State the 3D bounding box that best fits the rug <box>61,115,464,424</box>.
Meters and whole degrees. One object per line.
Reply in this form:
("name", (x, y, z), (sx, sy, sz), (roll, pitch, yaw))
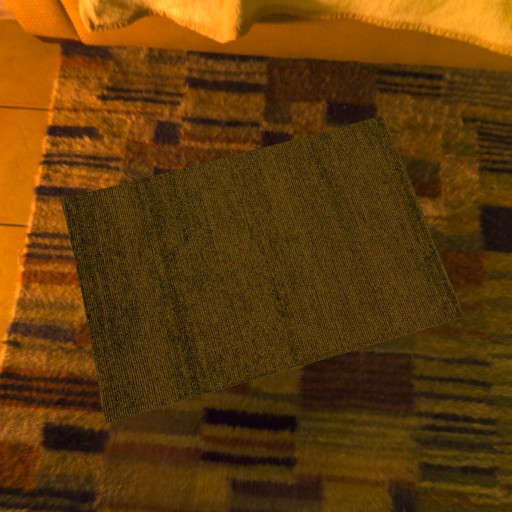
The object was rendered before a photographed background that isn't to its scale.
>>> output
("rug", (0.000, 0.000, 2.214), (1.777, 0.021, 1.145), (-15, 76, -4))
